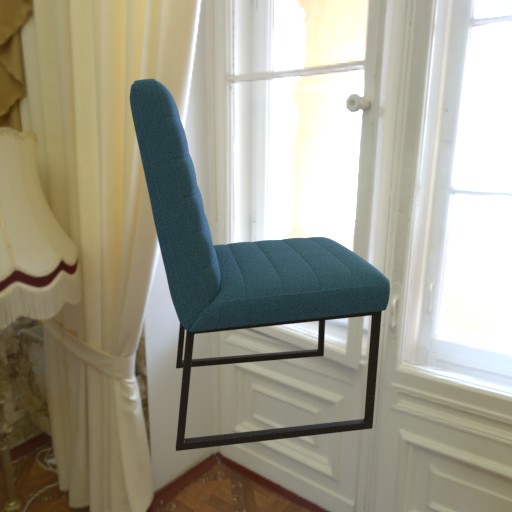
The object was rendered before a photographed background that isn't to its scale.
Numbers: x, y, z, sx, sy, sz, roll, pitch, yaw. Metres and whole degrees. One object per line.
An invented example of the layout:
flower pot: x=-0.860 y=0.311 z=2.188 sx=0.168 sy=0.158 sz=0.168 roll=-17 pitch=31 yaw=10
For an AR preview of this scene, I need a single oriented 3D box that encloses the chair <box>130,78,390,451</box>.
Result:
chair: x=0.000 y=0.000 z=1.320 sx=0.634 sy=0.930 sz=0.520 roll=-3 pitch=15 yaw=-9
